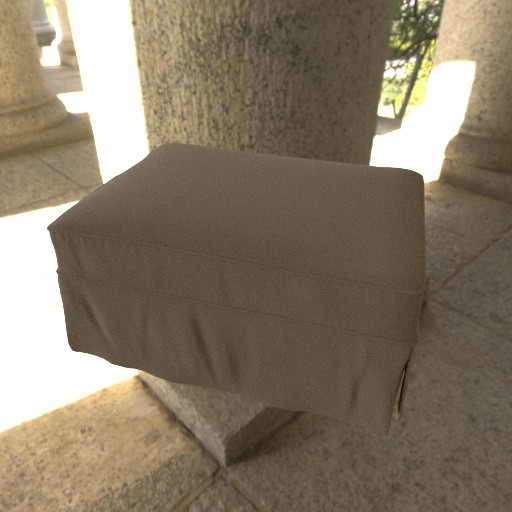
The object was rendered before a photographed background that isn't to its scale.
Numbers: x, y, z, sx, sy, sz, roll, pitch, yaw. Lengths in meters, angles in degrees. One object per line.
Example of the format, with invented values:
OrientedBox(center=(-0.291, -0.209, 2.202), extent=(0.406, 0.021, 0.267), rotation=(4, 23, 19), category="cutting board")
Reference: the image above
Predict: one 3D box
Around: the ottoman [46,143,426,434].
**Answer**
OrientedBox(center=(0.000, 0.000, 1.326), extent=(0.959, 0.482, 0.721), rotation=(10, 34, 14), category="ottoman")
